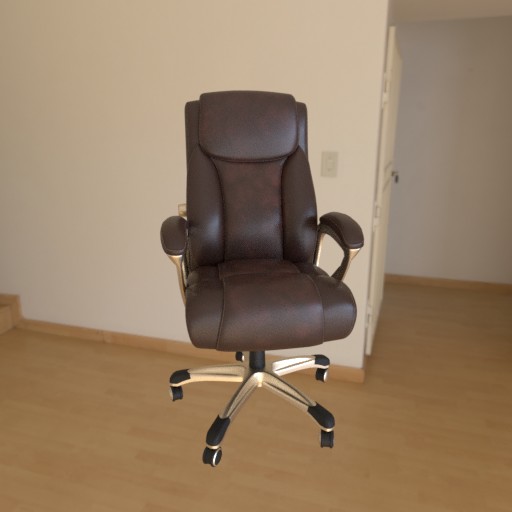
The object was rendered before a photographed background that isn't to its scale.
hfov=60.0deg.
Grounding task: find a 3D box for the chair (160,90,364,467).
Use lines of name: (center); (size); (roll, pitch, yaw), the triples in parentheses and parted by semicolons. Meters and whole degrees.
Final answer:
chair: (0.000, 0.000, 1.624); (0.692, 1.194, 0.749); (-2, 16, -8)
